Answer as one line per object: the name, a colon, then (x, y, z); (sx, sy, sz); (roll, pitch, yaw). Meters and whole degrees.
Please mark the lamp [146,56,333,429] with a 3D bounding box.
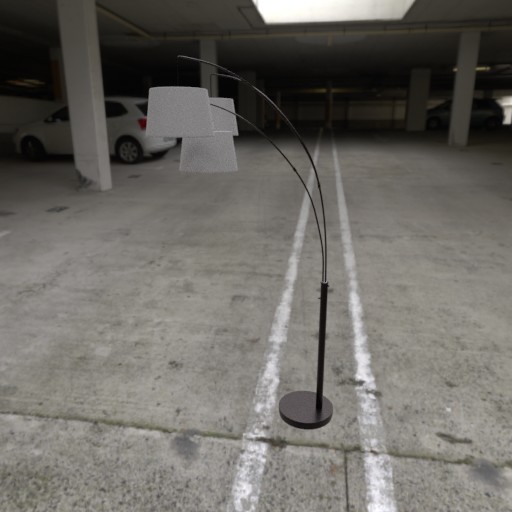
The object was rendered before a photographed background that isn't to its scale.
lamp: (0.000, 0.000, 2.440); (0.924, 1.950, 0.951); (2, 16, 8)
